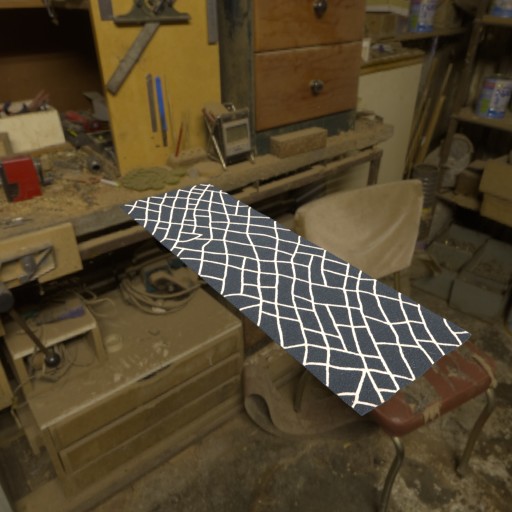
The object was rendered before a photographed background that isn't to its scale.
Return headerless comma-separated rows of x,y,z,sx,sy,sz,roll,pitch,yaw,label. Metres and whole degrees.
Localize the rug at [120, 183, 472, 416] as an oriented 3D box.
0.000,0.000,2.795,0.807,0.010,2.476,-21,37,-31,rug
